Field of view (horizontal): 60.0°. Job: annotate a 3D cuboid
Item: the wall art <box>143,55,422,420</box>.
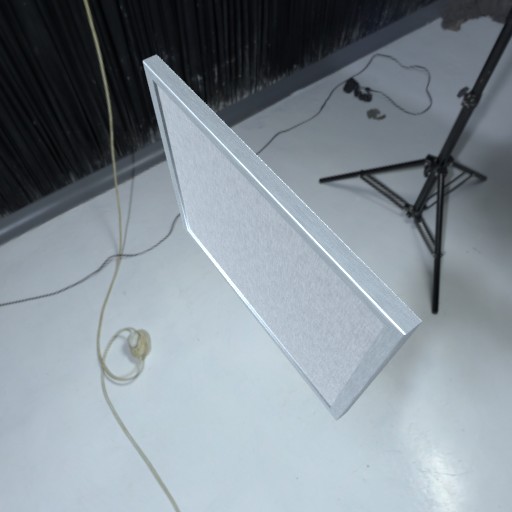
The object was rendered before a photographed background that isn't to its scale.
[{"bbox_3d":[0.000,0.000,0.771,0.028,0.457,0.556,-32,64,-18],"label":"wall art"}]
